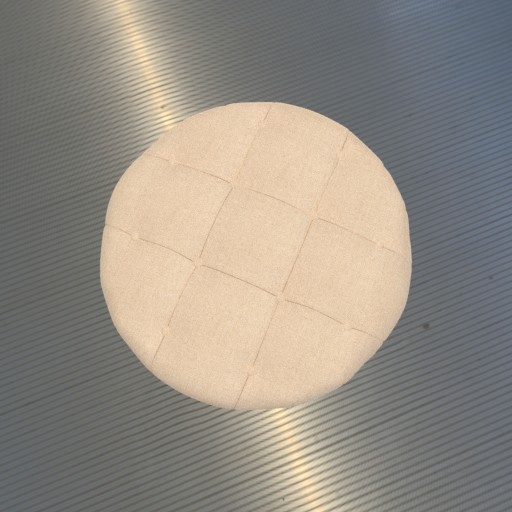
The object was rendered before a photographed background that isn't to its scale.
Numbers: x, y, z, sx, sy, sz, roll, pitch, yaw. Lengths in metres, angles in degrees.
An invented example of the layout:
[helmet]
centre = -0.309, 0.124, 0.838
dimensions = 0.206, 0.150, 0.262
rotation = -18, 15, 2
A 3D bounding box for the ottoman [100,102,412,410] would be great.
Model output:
[ottoman]
centre = 0.000, 0.000, 1.461
dimensions = 0.940, 0.483, 0.940
rotation = 0, 77, 0
